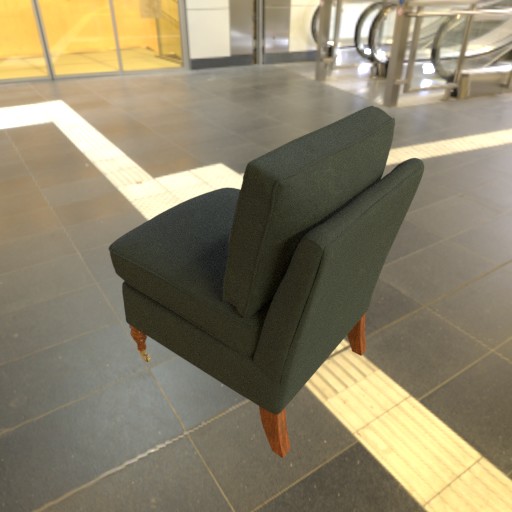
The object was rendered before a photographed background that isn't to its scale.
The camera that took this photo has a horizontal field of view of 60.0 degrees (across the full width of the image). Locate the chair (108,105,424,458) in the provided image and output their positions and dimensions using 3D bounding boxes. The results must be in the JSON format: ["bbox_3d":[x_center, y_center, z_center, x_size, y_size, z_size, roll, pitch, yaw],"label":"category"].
[{"bbox_3d":[0.000,0.000,1.672,0.912,1.052,0.724,22,39,31],"label":"chair"}]
